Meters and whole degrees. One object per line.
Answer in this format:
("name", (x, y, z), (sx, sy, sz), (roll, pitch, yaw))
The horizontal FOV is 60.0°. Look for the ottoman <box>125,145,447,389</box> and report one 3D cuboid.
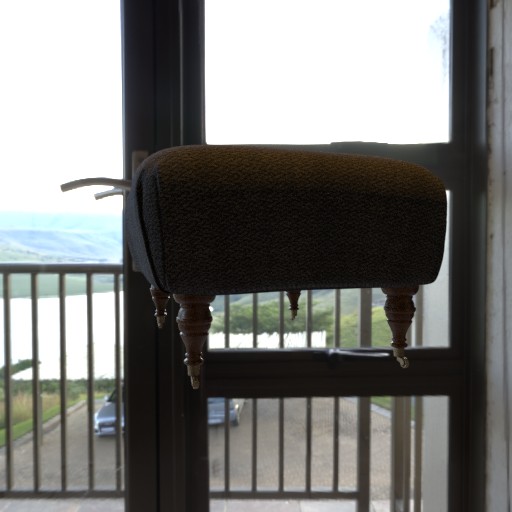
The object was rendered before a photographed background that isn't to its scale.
("ottoman", (0.000, 0.000, 1.121), (0.622, 0.450, 0.747), (0, 1, -18))
